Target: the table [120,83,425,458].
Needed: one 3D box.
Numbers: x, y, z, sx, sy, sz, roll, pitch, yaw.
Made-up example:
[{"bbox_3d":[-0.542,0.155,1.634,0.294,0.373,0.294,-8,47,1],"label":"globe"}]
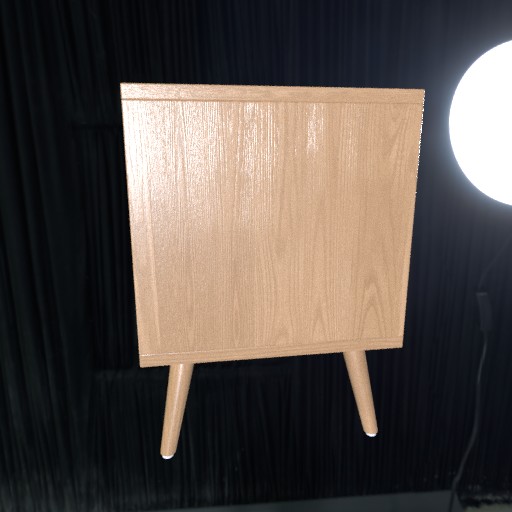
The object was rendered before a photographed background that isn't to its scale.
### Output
[{"bbox_3d":[0.000,0.000,0.828,0.400,0.550,0.400,-2,14,-9],"label":"table"}]
